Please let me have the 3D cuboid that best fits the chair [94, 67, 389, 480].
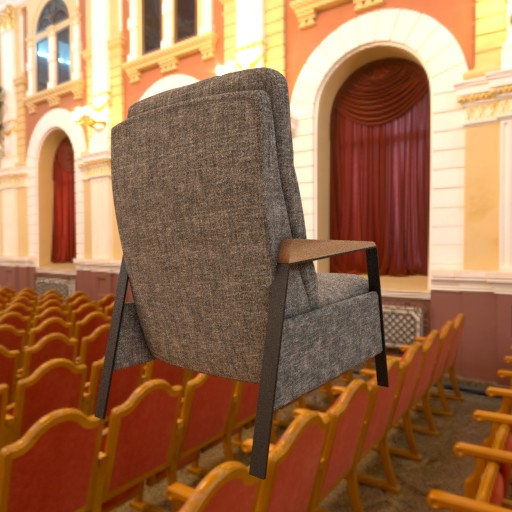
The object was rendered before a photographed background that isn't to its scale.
[{"bbox_3d":[0.000,0.000,1.587,0.671,1.042,0.868,1,1,36],"label":"chair"}]
